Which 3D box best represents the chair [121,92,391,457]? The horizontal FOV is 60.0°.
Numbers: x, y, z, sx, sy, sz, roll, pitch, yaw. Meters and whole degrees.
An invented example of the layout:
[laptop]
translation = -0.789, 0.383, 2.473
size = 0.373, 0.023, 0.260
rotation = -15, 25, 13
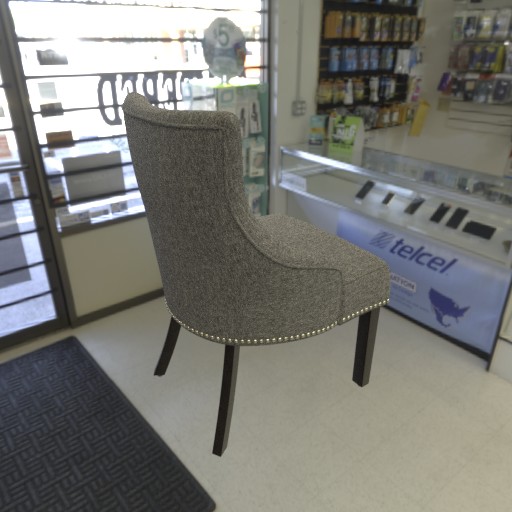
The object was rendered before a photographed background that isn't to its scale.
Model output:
[chair]
translation = 0.000, 0.000, 1.315
size = 0.629, 0.909, 0.566
rotation = -17, 31, -32
